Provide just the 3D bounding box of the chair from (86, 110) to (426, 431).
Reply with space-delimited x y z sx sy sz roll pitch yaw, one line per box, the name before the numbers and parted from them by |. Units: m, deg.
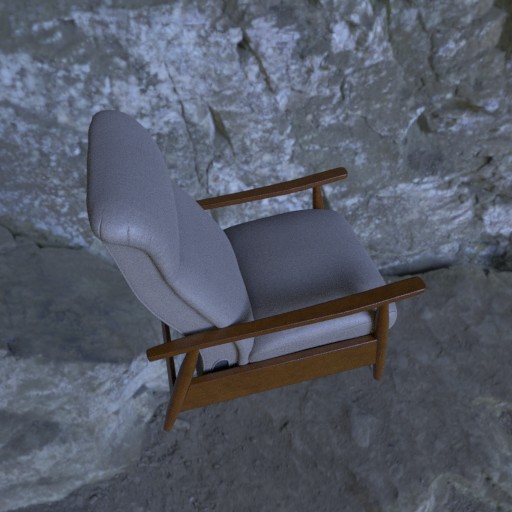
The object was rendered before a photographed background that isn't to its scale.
chair | 0.000 0.000 1.755 1.032 1.082 0.762 -10 46 -10
